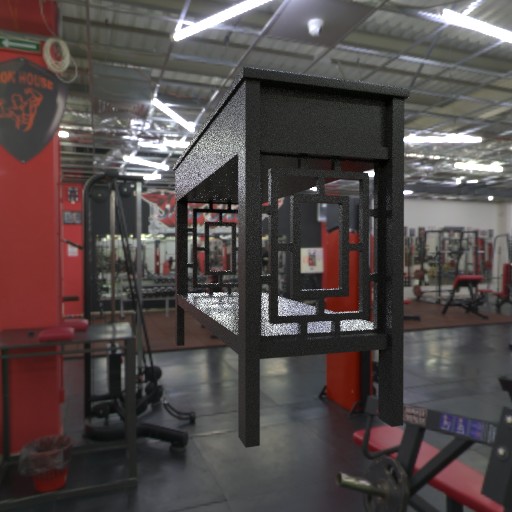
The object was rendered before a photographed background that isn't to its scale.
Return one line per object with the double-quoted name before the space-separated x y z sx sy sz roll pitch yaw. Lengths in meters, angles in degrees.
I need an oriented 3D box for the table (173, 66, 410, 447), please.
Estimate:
"table" 0.000 0.000 1.438 0.397 0.753 1.068 0 1 -18
